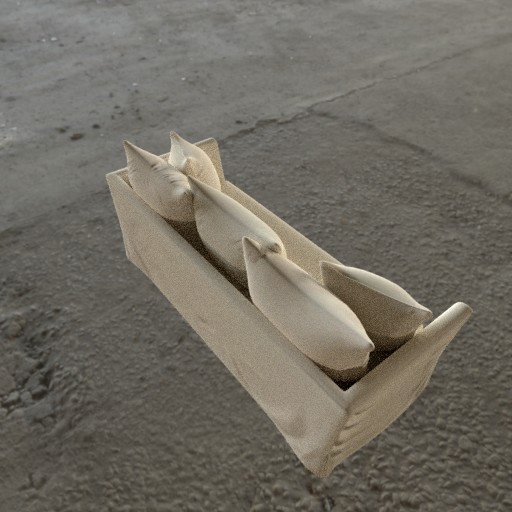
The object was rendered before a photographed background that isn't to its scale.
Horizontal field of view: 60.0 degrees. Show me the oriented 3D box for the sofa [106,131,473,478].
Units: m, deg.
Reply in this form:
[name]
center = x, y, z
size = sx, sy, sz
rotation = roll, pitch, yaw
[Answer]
[sofa]
center = 0.000, 0.000, 2.991
size = 1.030, 1.042, 2.484
rotation = -28, 49, -27
